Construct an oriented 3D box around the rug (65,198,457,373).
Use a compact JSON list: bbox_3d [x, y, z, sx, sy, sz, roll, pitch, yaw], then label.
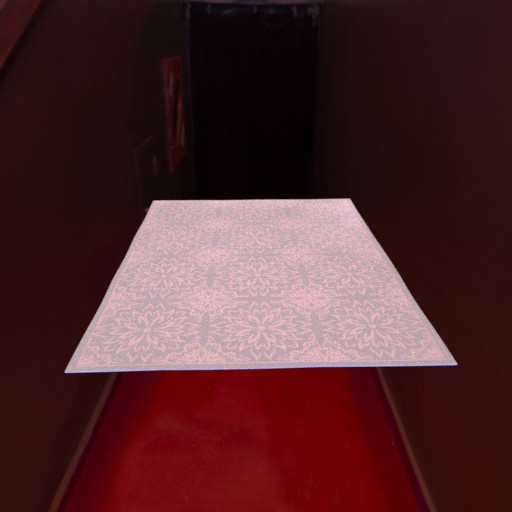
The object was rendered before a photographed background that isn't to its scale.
[{"bbox_3d":[0.000,0.000,3.987,2.363,0.012,2.980,-1,27,-2],"label":"rug"}]
